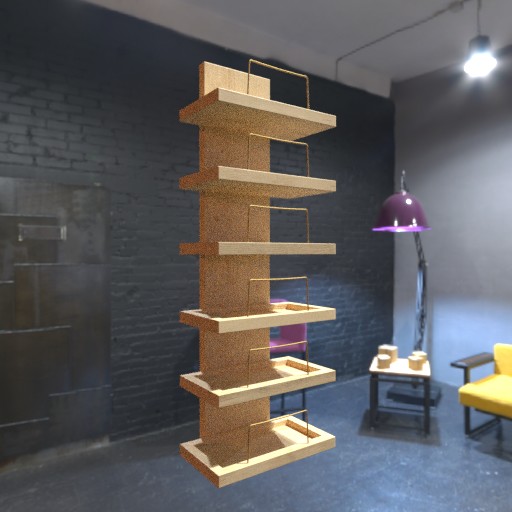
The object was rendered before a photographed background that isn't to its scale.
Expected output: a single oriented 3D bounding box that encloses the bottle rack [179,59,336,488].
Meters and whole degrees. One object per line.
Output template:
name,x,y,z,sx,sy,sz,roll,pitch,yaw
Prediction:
bottle rack,0.000,0.000,1.073,0.330,0.943,0.206,0,1,-35
